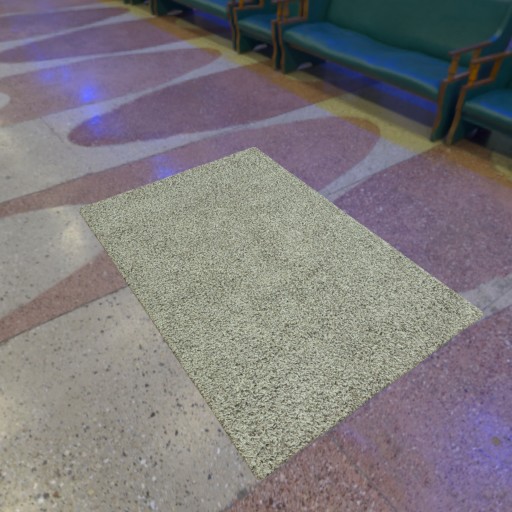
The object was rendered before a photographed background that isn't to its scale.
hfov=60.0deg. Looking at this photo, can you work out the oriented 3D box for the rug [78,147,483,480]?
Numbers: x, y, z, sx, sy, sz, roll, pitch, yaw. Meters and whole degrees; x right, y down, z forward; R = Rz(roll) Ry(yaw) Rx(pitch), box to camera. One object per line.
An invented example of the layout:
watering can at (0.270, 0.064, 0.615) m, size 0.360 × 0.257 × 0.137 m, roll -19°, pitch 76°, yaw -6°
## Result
rug at (0.000, 0.000, 2.231) m, size 1.219 × 0.030 × 1.778 m, roll -26°, pitch 49°, yaw -25°
